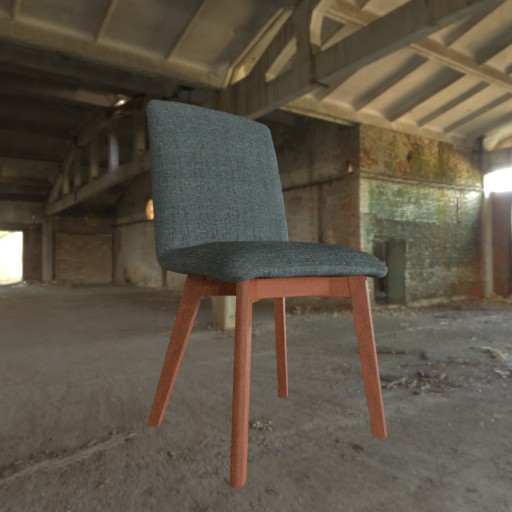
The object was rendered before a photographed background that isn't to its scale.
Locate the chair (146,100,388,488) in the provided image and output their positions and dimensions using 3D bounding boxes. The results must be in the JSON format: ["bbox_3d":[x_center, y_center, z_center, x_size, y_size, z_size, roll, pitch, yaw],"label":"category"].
[{"bbox_3d":[0.000,0.000,1.276,0.522,0.974,0.563,1,-1,-35],"label":"chair"}]
